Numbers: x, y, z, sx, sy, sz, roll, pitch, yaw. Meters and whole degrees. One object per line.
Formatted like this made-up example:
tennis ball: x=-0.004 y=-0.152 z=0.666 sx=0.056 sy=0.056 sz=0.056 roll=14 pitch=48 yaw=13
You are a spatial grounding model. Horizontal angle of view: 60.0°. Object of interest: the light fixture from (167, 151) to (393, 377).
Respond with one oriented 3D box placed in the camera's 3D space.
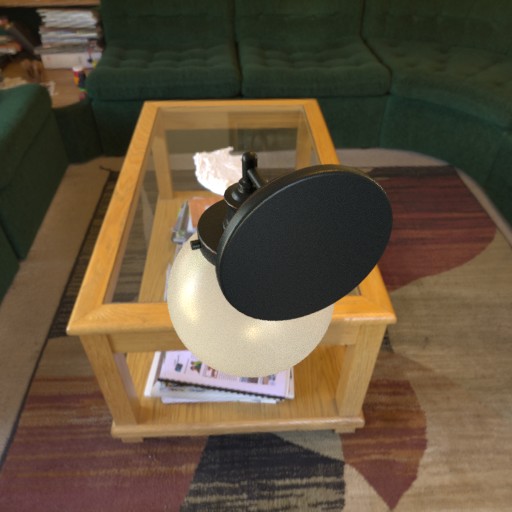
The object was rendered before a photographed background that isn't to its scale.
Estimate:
light fixture: x=0.000 y=0.000 z=0.468 sx=0.197 sy=0.332 sz=0.230 roll=-14 pitch=44 yaw=-15
